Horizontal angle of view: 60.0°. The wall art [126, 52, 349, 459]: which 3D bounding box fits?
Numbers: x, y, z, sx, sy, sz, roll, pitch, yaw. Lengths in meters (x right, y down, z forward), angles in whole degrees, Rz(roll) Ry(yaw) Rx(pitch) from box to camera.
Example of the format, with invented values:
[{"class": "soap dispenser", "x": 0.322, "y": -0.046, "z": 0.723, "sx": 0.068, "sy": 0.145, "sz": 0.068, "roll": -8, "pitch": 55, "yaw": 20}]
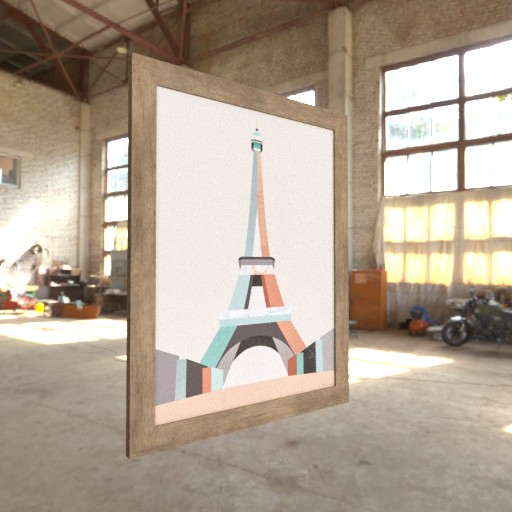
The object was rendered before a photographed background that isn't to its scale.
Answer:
[{"class": "wall art", "x": 0.000, "y": 0.000, "z": 0.910, "sx": 0.534, "sy": 0.686, "sz": 0.018, "roll": 1, "pitch": -2, "yaw": -36}]
